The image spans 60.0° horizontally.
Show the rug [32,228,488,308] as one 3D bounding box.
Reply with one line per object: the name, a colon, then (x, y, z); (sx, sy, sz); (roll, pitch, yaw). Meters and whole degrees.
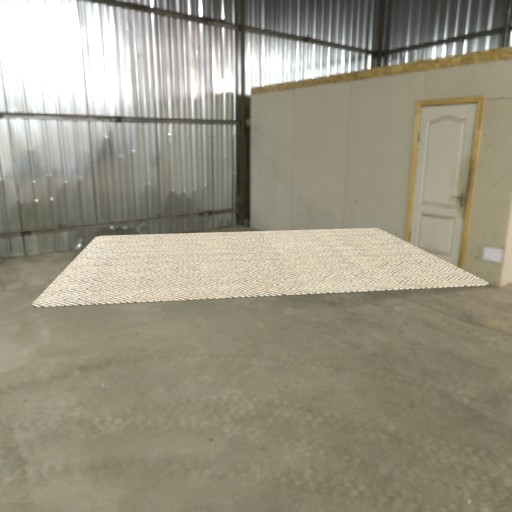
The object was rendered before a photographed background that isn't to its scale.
rug: (0.000, 0.000, 2.202); (1.752, 0.008, 1.144); (-2, 15, -8)
